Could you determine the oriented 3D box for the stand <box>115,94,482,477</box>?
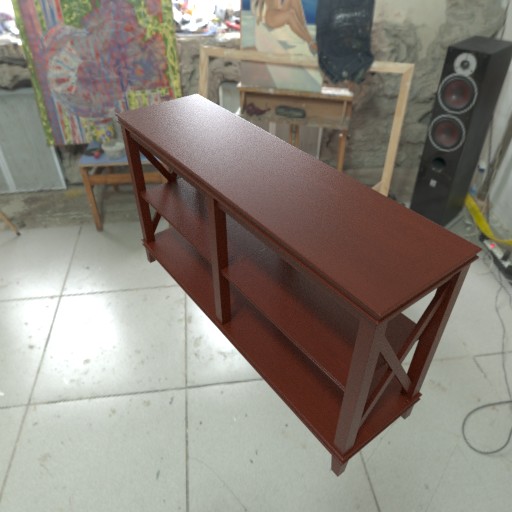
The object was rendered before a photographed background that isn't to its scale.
[{"bbox_3d":[0.000,0.000,1.677,0.381,0.762,1.372,-25,46,-28],"label":"stand"}]
